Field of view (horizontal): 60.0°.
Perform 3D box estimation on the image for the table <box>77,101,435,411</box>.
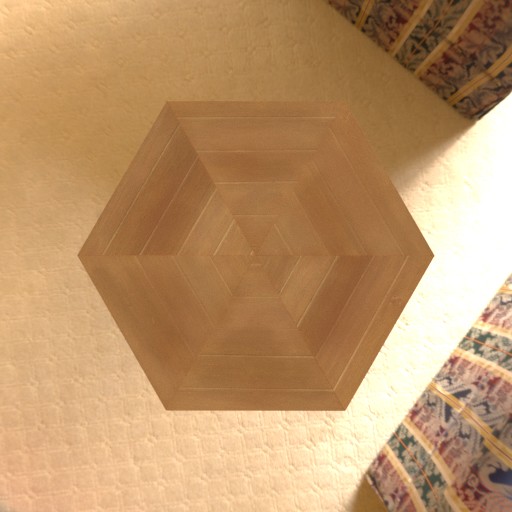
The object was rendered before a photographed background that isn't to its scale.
[{"bbox_3d":[0.000,0.000,1.658,1.154,0.456,1.000,0,90,0],"label":"table"}]
